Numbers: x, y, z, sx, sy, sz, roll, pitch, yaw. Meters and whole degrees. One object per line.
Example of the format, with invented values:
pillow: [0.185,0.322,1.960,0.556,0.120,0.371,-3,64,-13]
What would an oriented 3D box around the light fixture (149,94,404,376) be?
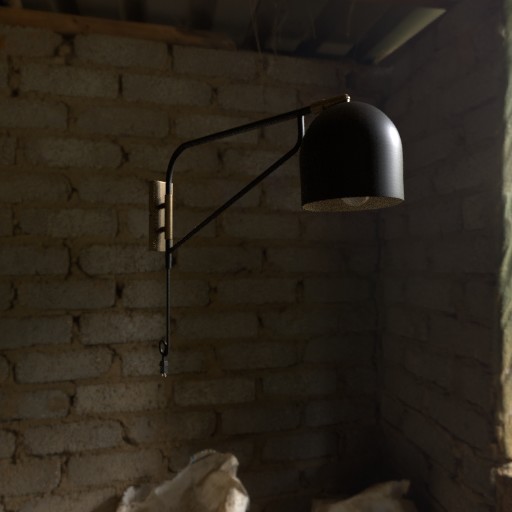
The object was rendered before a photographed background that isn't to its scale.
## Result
light fixture: [0.000,0.000,1.096,0.720,0.696,0.215,0,-1,37]
